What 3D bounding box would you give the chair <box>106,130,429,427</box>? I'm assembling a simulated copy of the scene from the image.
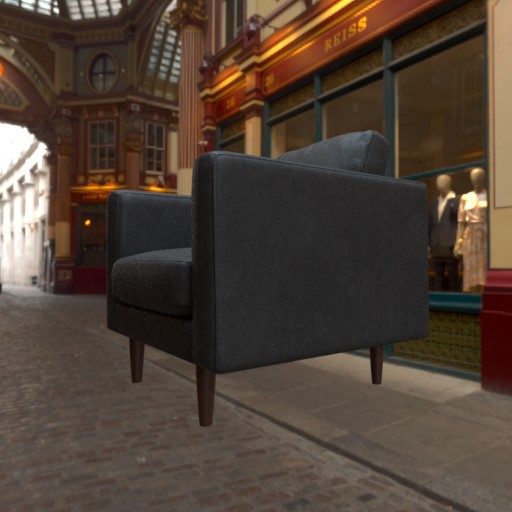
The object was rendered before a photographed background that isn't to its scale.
[{"bbox_3d":[0.000,0.000,1.576,0.879,0.898,0.831,0,-1,-35],"label":"chair"}]
